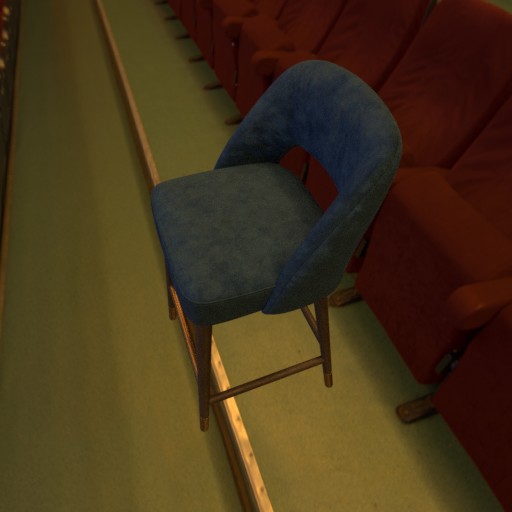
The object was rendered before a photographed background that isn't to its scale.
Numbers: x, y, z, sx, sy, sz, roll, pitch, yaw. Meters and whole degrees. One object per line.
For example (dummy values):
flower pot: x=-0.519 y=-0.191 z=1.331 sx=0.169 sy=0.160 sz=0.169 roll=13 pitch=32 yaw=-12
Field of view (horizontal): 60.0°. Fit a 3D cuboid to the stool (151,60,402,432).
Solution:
stool: x=0.000 y=0.000 z=1.234 sx=0.524 sy=0.925 sz=0.536 roll=-15 pitch=48 yaw=-14
